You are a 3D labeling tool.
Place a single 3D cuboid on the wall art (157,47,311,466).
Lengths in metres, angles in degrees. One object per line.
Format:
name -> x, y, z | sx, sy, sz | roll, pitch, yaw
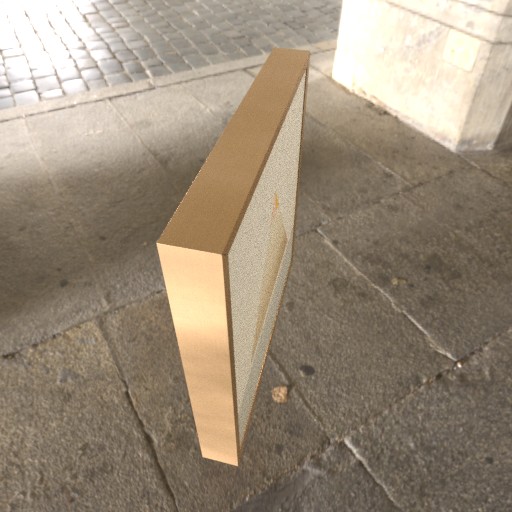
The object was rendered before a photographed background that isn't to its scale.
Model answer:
wall art -> 0.000, 0.000, 0.455 | 0.038, 0.303, 0.305 | 10, 46, 10
